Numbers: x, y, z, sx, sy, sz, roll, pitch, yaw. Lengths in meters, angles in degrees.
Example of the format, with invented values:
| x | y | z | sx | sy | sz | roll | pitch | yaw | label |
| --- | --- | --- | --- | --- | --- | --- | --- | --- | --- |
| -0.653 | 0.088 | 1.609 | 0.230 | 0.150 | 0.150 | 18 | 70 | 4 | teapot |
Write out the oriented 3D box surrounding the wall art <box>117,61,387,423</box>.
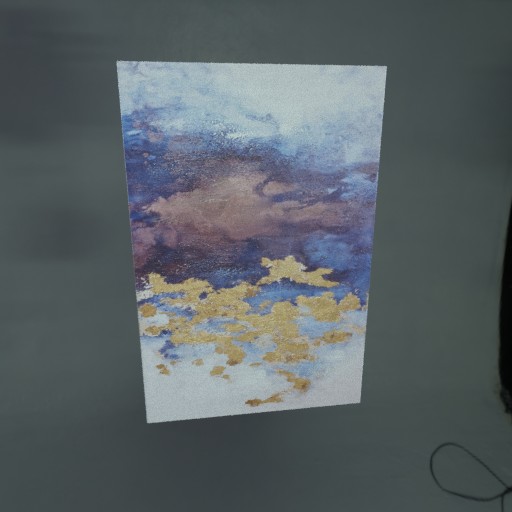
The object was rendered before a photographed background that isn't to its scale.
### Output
| x | y | z | sx | sy | sz | roll | pitch | yaw | label |
| --- | --- | --- | --- | --- | --- | --- | --- | --- | --- |
| 0.000 | 0.000 | 1.096 | 0.583 | 0.874 | 0.048 | -3 | 17 | -8 | wall art |
